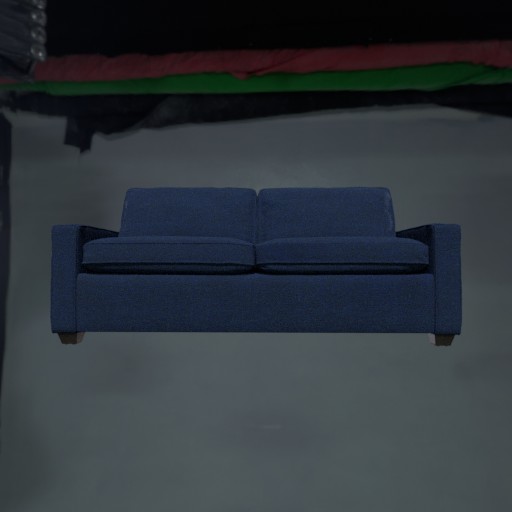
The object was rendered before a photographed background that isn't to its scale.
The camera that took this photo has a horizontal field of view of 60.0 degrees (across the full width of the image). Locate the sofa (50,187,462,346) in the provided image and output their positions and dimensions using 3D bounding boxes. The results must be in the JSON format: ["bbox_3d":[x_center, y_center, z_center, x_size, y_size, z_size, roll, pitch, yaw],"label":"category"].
[{"bbox_3d":[0.000,0.000,2.636,2.080,0.919,0.940,0,-1,1],"label":"sofa"}]
